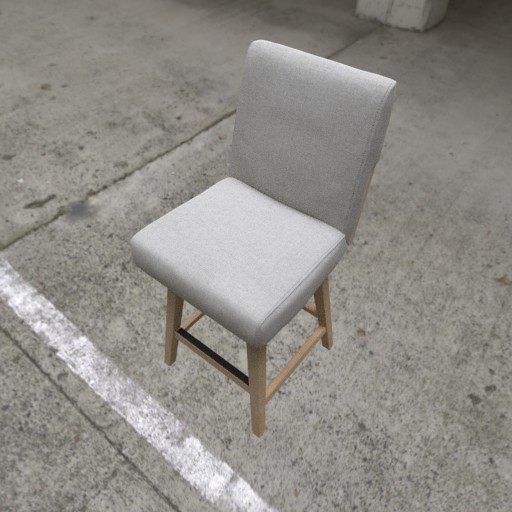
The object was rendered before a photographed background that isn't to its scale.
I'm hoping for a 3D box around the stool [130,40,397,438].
[{"bbox_3d":[0.000,0.000,1.423,0.507,1.085,0.606,30,53,26],"label":"stool"}]
